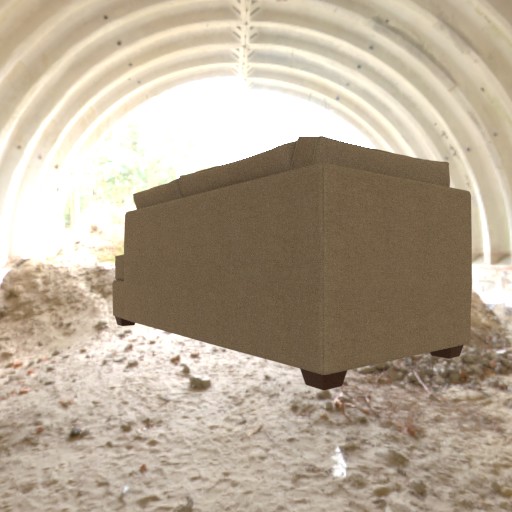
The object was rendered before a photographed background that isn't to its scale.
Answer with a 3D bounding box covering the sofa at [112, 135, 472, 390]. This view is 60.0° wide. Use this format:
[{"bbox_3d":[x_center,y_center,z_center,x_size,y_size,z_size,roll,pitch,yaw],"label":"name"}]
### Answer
[{"bbox_3d":[0.000,0.000,2.786,1.110,1.019,2.238,1,-1,-37],"label":"sofa"}]
